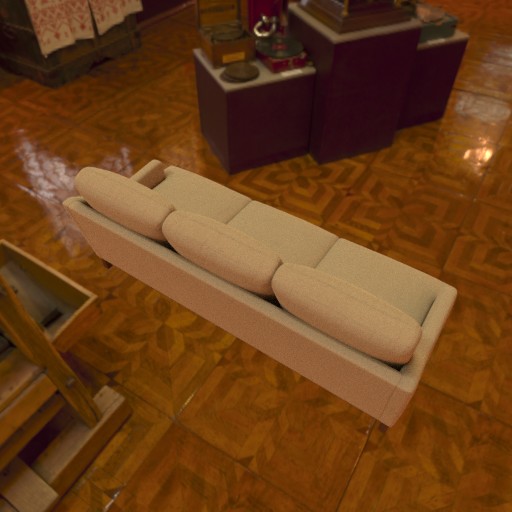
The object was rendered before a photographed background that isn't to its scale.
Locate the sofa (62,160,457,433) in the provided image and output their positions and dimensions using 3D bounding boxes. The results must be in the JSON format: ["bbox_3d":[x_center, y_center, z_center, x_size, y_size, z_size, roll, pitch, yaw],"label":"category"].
[{"bbox_3d":[0.000,0.000,2.813,2.321,0.913,1.000,26,52,22],"label":"sofa"}]
